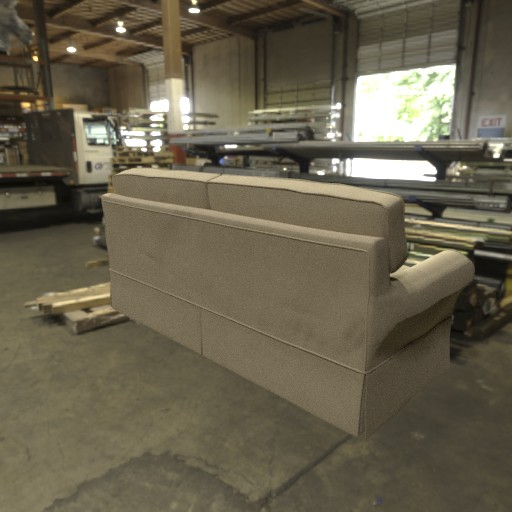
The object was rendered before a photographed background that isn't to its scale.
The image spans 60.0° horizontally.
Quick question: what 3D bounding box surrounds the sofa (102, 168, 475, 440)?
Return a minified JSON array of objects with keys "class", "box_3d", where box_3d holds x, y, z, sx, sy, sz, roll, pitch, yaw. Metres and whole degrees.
[{"class":"sofa","box_3d":[0.000,0.000,2.689,2.246,1.014,0.900,14,20,43]}]
